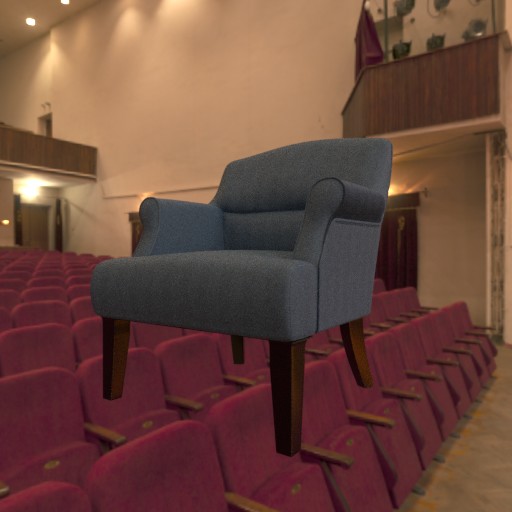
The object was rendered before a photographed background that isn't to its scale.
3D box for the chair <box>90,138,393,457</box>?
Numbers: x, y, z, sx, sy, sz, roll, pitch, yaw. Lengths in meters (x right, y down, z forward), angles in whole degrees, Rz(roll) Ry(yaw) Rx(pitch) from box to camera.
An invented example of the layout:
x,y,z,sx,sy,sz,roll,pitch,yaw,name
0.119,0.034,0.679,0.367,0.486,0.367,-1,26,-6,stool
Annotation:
x,y,z,sx,sy,sz,roll,pitch,yaw,name
0.000,0.000,1.439,0.770,0.878,0.754,0,0,36,chair
